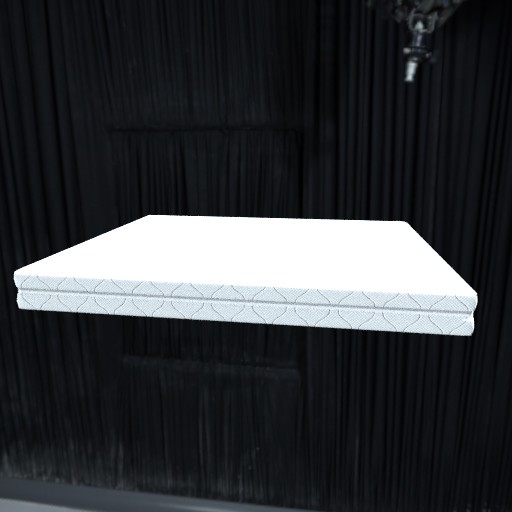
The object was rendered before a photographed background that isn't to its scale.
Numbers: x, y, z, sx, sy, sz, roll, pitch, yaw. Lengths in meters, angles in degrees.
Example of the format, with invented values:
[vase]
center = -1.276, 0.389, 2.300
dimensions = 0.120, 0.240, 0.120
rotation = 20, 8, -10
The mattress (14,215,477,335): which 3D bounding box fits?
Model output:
[mattress]
center = 0.000, 0.000, 2.658
dimensions = 2.000, 0.200, 1.600
rotation = 2, 15, 8
